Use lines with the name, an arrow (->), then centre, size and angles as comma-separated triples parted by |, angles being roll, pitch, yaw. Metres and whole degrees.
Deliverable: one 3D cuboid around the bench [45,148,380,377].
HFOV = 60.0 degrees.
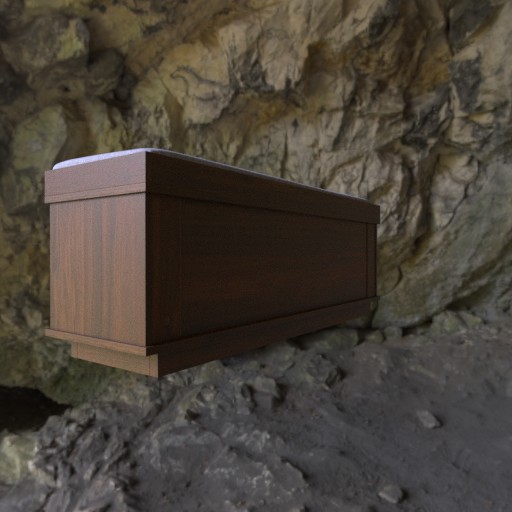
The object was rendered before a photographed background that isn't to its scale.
bench -> 0.000, 0.000, 1.408 | 0.367, 0.468, 1.196 | 0, 1, 36
